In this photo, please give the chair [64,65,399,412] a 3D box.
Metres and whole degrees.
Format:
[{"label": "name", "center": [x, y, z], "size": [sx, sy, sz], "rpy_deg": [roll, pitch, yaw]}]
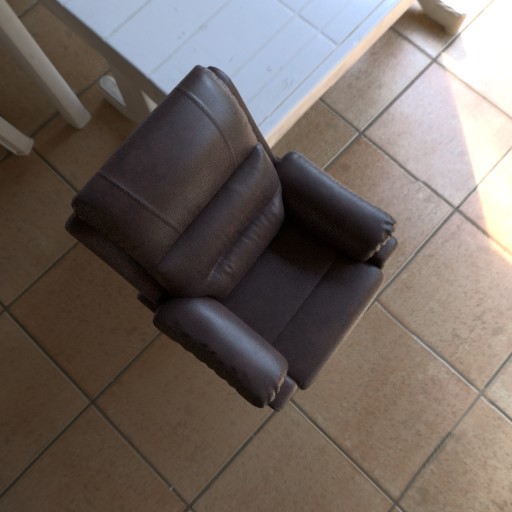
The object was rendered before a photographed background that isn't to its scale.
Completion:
[{"label": "chair", "center": [0.000, 0.000, 1.653], "size": [0.919, 0.992, 0.855], "rpy_deg": [37, 79, 8]}]
